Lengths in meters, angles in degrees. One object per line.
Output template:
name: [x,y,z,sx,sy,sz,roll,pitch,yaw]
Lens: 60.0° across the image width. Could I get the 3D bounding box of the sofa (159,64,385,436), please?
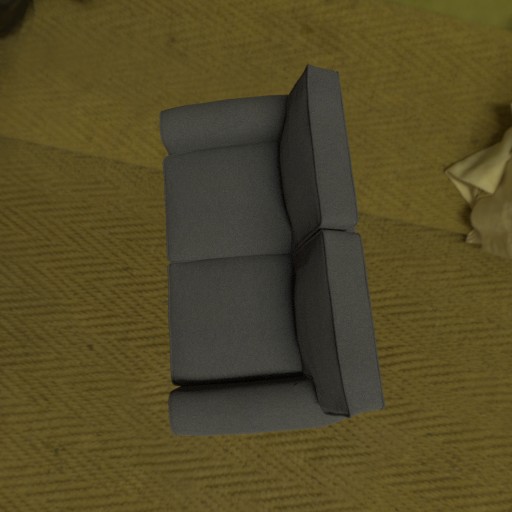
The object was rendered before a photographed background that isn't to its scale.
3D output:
sofa: [0.000,0.000,2.443,0.997,1.059,1.801,-4,77,-1]
